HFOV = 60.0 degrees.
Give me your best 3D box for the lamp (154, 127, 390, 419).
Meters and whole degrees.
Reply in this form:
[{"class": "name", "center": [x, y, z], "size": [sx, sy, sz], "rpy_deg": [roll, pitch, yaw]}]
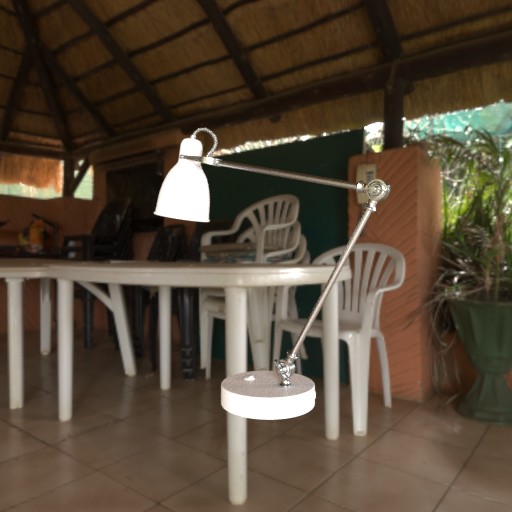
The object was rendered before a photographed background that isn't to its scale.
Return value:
[{"class": "lamp", "center": [0.000, 0.000, 0.905], "size": [0.561, 0.587, 0.187], "rpy_deg": [0, 0, 37]}]
